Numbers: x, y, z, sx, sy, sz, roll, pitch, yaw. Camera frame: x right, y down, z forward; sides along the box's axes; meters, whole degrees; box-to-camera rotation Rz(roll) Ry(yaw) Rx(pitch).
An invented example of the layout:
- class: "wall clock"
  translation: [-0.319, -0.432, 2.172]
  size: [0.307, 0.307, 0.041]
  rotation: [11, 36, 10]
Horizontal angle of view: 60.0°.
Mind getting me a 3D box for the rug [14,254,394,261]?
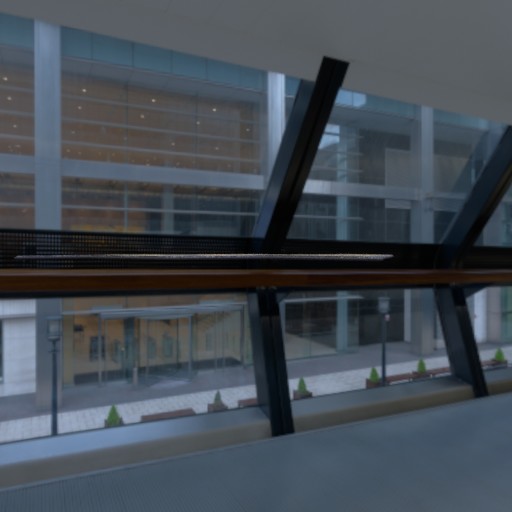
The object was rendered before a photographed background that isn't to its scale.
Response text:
- class: "rug"
  translation: [0.000, 0.000, 4.678]
  size: [2.716, 0.035, 3.612]
  rotation: [0, 0, 18]
